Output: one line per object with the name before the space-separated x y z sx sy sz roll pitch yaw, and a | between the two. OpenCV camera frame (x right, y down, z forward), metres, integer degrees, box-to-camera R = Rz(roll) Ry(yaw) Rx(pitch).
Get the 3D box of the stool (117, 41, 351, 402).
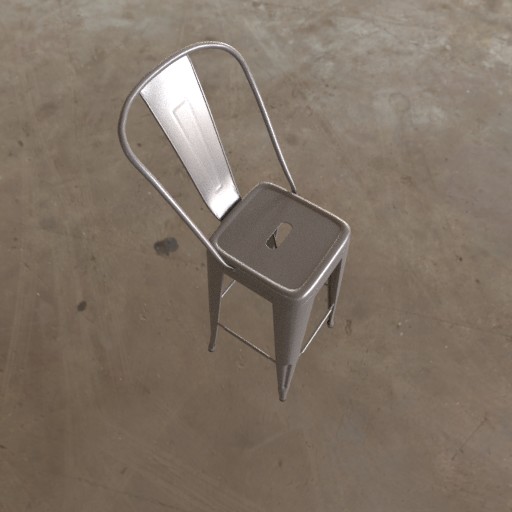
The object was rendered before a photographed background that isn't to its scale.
stool | 0.000 0.000 1.334 0.513 1.096 0.399 31 63 18
